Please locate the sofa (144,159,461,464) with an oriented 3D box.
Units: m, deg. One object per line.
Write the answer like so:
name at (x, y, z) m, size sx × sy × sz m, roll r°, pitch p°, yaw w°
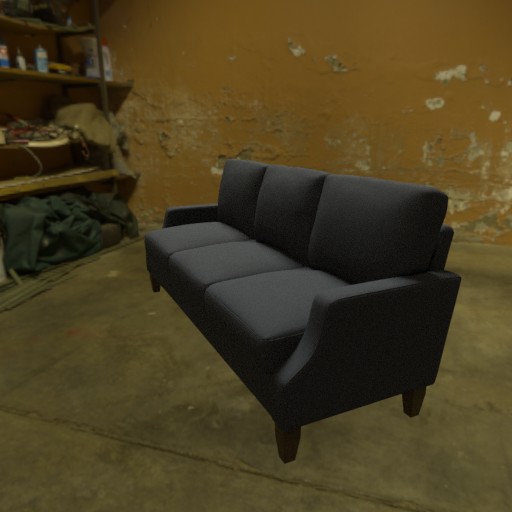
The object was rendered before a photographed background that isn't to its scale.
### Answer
sofa at (0.000, 0.000, 2.545) m, size 0.888 × 0.984 × 2.115 m, roll -8°, pitch 18°, yaw -25°
